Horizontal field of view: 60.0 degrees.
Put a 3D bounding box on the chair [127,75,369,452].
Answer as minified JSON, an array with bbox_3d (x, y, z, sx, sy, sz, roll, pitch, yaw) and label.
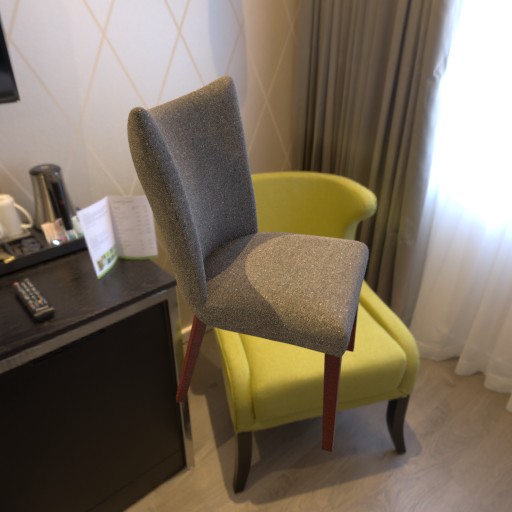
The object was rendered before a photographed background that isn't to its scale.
[{"bbox_3d":[0.000,0.000,1.311,0.623,0.924,0.535,9,31,16],"label":"chair"}]
